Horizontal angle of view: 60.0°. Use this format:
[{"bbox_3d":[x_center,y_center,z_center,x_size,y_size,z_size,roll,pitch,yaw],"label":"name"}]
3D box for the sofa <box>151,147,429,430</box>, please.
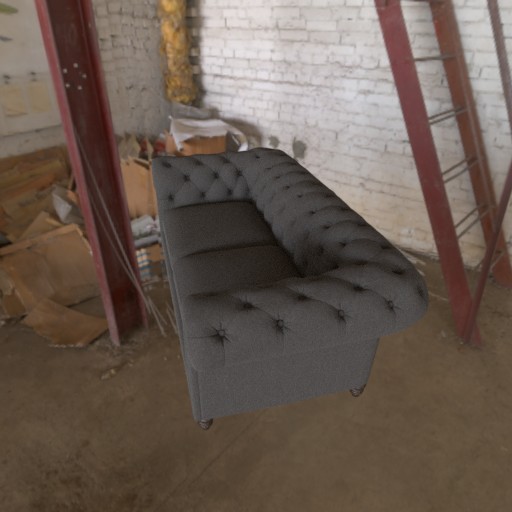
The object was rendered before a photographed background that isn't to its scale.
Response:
[{"bbox_3d":[0.000,0.000,2.508,0.986,0.764,1.998,-8,30,-13],"label":"sofa"}]
